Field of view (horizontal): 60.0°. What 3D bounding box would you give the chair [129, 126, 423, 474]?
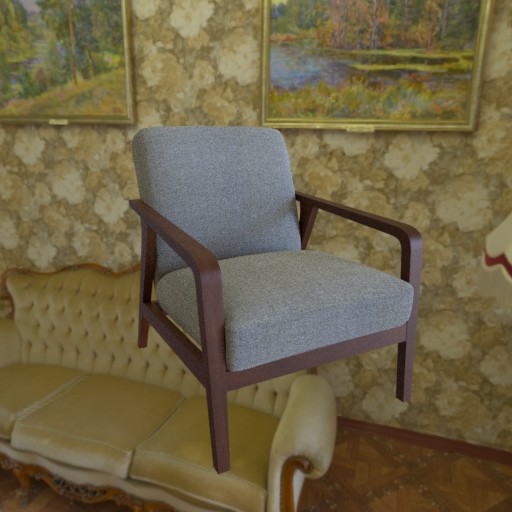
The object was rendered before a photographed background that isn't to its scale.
[{"bbox_3d":[0.000,0.000,1.494,0.704,0.847,0.858,-8,18,-28],"label":"chair"}]
